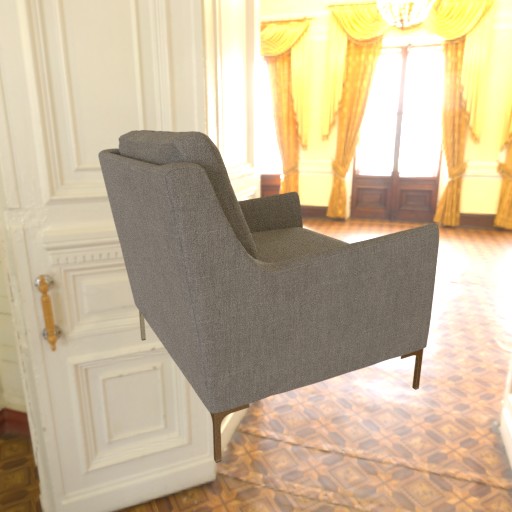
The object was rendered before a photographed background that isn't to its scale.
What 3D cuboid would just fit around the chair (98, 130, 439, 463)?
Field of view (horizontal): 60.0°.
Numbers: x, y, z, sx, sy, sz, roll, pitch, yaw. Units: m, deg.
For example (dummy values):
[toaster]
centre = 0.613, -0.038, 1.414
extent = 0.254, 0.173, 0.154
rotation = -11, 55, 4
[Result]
[chair]
centre = 0.000, 0.000, 1.516
extent = 0.849, 0.828, 0.847
rotation = -8, 18, -27
